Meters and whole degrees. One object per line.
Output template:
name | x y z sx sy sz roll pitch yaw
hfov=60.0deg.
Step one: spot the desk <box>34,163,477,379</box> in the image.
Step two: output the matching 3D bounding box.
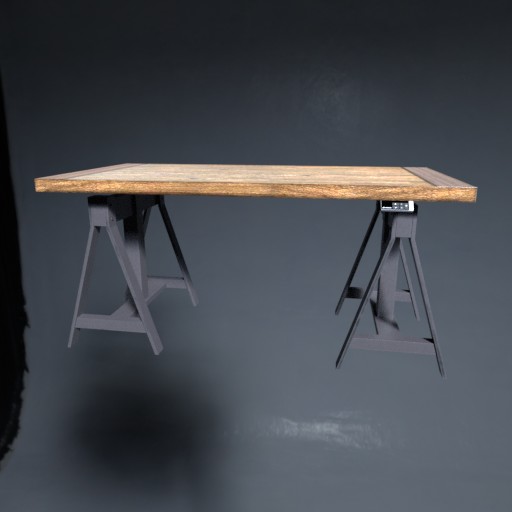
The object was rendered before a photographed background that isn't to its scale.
desk | 0.000 0.000 1.953 1.543 0.725 0.784 3 16 9
